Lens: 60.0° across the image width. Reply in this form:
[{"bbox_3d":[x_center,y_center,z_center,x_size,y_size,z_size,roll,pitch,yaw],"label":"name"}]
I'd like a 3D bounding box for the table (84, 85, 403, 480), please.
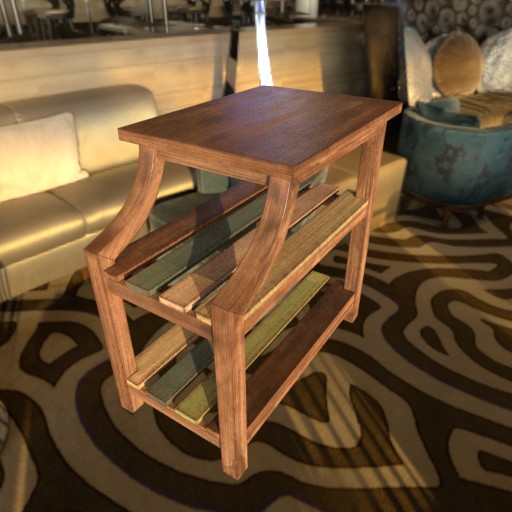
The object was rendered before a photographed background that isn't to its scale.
[{"bbox_3d":[0.000,0.000,0.971,0.356,0.584,0.609,19,36,28],"label":"table"}]
